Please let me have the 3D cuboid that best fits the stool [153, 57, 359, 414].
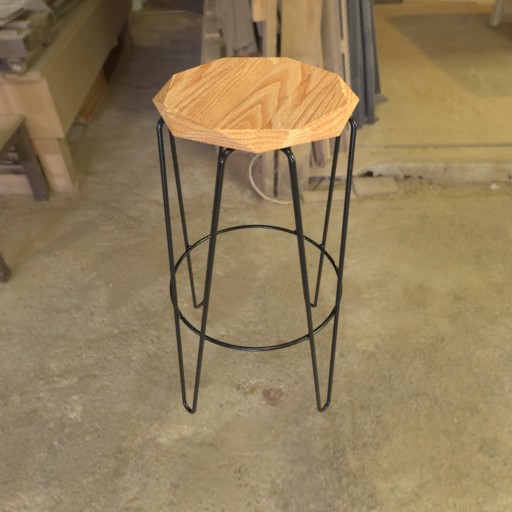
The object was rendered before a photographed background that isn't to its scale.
[{"bbox_3d":[0.000,0.000,0.801,0.326,0.610,0.326,0,43,0],"label":"stool"}]
